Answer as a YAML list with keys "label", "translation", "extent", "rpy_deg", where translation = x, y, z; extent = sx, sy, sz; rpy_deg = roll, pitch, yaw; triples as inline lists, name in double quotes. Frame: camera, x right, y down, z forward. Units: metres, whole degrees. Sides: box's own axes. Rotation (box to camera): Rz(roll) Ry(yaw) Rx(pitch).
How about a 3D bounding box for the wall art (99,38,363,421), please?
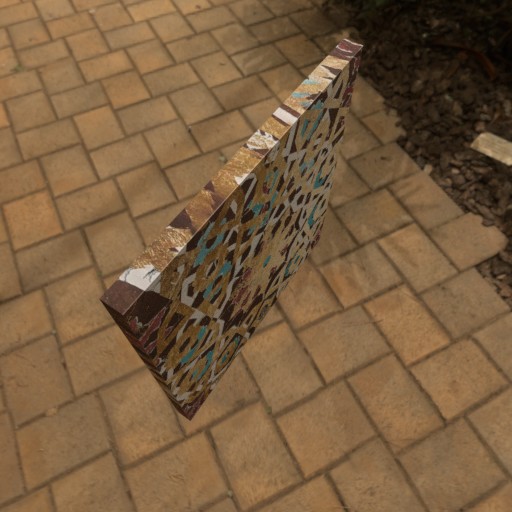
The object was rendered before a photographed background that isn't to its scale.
- label: "wall art"
  translation: [0.000, 0.000, 0.907]
  extent: [0.041, 0.613, 0.609]
  rpy_deg: [30, 63, 17]
